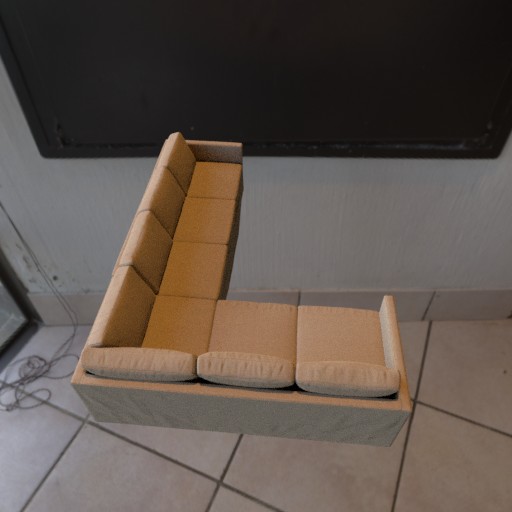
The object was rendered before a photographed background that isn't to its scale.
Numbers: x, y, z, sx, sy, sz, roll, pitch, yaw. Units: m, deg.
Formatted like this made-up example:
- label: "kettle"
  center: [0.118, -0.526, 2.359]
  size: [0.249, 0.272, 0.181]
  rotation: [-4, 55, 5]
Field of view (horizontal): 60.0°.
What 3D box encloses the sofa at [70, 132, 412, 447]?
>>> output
- label: "sofa"
  center: [0.000, 0.000, 4.340]
  size: [2.432, 0.871, 3.182]
  rotation: [4, 47, 3]
